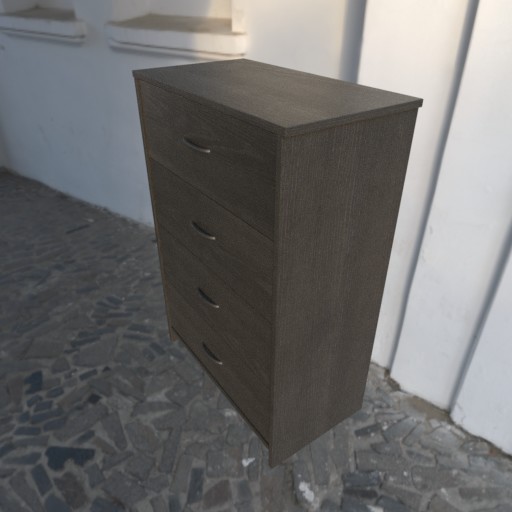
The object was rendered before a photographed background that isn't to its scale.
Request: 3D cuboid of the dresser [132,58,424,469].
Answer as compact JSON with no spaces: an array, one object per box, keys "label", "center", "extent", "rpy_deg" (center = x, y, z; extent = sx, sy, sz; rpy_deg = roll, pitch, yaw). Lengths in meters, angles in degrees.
[{"label":"dresser","center":[0.000,0.000,1.377],"extent":[0.398,1.020,0.700],"rpy_deg":[-21,38,-29]}]
